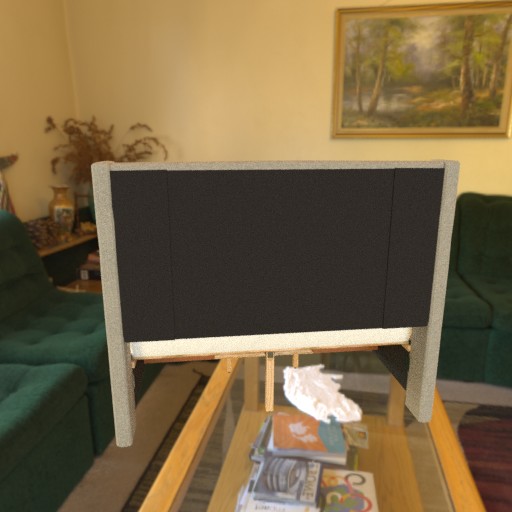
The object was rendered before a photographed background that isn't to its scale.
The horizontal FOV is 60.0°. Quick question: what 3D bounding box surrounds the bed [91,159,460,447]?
[{"bbox_3d":[0.000,0.000,3.335,1.774,1.491,2.222,-2,15,-7],"label":"bed"}]
